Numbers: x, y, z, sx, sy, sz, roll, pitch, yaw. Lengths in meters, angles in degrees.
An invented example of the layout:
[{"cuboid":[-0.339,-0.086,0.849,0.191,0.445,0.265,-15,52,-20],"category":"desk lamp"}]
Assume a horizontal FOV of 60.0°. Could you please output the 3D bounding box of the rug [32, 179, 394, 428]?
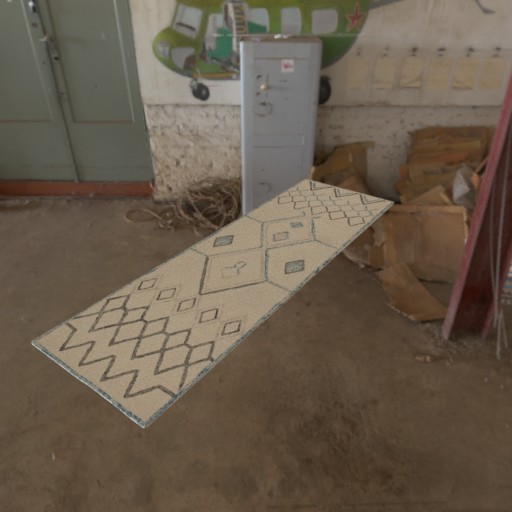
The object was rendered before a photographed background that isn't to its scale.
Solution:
[{"cuboid":[0.000,0.000,2.667,0.770,0.013,2.434,21,38,30],"category":"rug"}]
